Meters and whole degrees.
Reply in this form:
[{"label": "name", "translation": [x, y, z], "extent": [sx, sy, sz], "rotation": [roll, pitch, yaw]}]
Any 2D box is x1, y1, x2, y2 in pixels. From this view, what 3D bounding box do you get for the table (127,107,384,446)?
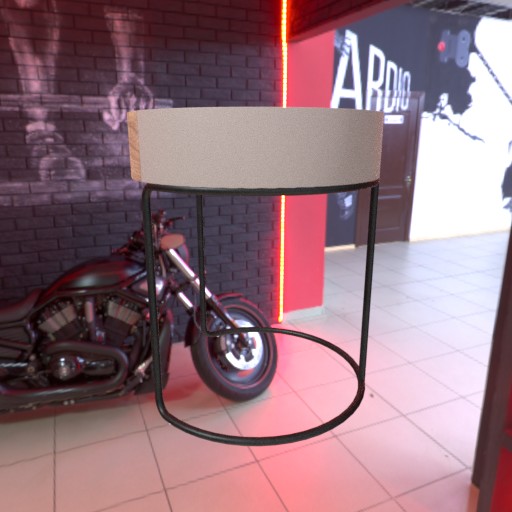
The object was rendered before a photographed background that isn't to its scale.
[{"label": "table", "translation": [0.000, 0.000, 0.870], "extent": [0.450, 0.530, 0.450], "rotation": [0, 15, 0]}]
